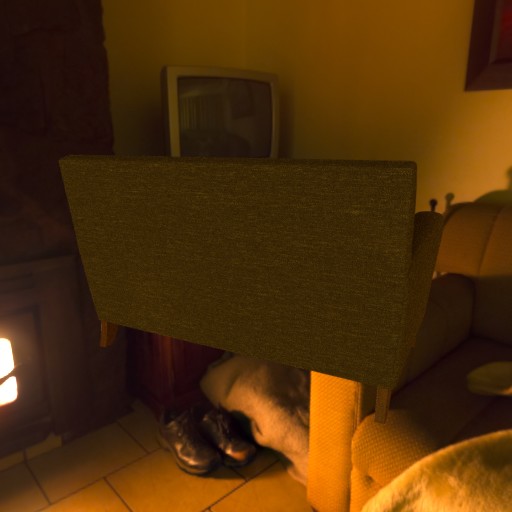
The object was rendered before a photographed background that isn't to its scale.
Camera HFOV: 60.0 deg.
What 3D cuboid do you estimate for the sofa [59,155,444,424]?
[{"bbox_3d":[0.000,0.000,2.030,1.509,0.905,0.867,7,16,26],"label":"sofa"}]
